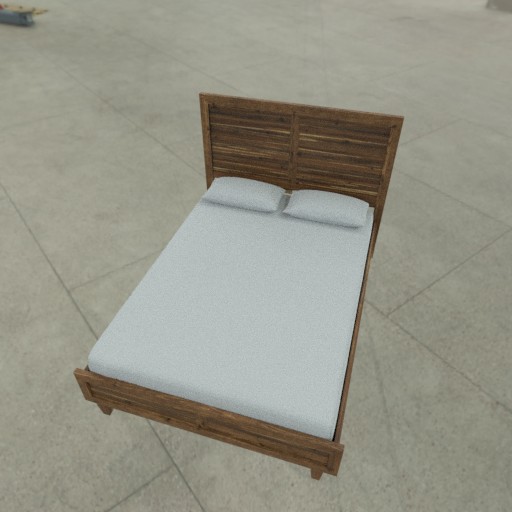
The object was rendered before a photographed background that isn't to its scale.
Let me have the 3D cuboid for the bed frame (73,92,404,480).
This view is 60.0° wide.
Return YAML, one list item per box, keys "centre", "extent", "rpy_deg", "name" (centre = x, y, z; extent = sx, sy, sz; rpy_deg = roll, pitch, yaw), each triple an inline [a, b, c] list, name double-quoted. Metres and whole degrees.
- centre: [0.000, 0.000, 3.251]
  extent: [1.696, 1.417, 2.276]
  rpy_deg: [11, 42, 13]
  name: "bed frame"
